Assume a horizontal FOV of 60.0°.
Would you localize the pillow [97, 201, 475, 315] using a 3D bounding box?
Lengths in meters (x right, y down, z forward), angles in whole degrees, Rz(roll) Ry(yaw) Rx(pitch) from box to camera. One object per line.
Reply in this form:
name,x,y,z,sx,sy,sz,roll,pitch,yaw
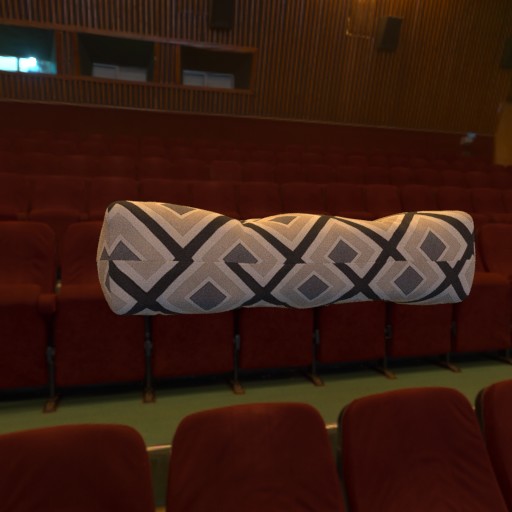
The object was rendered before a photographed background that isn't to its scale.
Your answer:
pillow,0.000,0.000,0.727,0.468,0.128,0.490,0,1,-16
